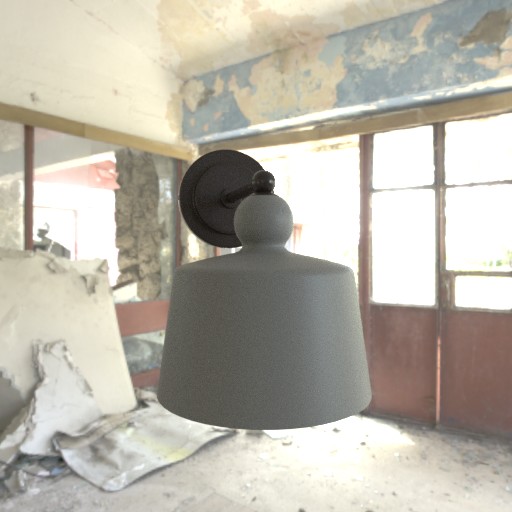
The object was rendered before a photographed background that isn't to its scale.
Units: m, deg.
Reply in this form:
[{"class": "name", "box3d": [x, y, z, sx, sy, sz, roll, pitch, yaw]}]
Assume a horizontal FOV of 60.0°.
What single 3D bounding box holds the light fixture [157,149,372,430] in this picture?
[{"class": "light fixture", "box3d": [0.000, 0.000, 0.455, 0.204, 0.268, 0.254, 0, 1, -18]}]
